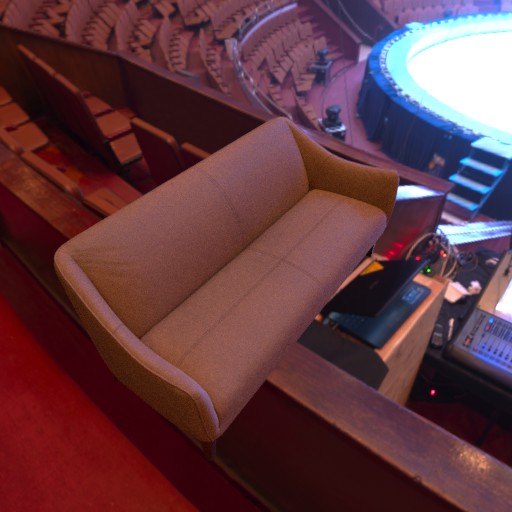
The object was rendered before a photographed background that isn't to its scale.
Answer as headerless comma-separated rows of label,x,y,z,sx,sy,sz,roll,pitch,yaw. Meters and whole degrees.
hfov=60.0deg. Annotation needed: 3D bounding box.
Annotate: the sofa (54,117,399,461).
sofa,0.000,0.000,2.415,0.869,0.830,1.928,24,45,26
